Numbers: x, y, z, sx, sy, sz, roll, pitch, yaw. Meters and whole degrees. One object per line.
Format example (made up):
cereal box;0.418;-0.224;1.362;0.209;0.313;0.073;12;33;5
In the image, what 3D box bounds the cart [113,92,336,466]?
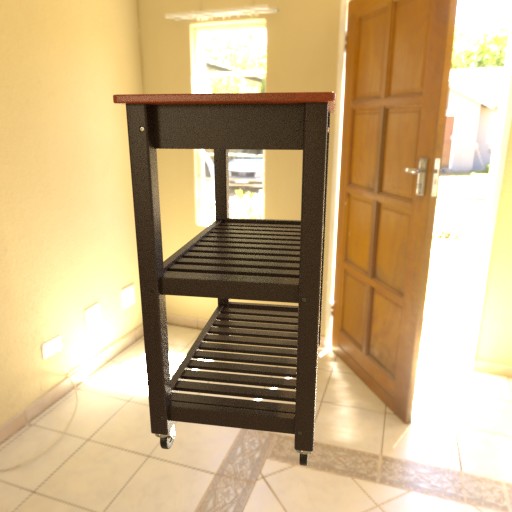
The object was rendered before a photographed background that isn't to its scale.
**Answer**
cart;0.000;0.000;1.431;0.457;0.927;0.899;3;16;9
